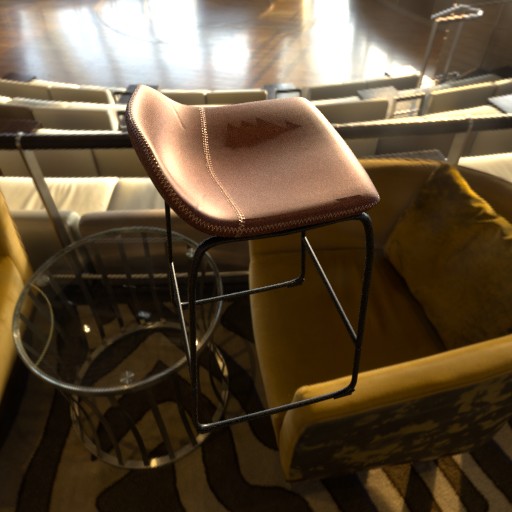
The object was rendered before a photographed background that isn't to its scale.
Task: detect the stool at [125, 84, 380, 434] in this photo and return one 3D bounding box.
[{"bbox_3d":[0.000,0.000,1.103,0.473,0.830,0.454,-11,47,-11],"label":"stool"}]
